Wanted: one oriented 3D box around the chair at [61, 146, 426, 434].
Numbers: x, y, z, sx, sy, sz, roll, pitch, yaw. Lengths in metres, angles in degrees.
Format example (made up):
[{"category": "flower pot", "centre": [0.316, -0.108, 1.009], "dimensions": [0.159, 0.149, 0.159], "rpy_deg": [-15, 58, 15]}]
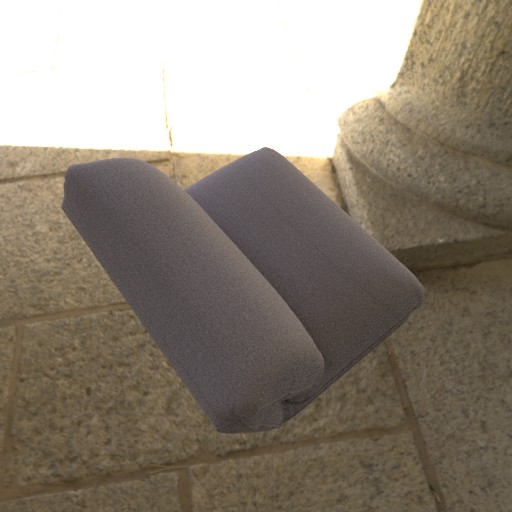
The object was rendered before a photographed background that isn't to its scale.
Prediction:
[{"category": "chair", "centre": [0.000, 0.000, 1.341], "dimensions": [0.780, 0.580, 0.820], "rpy_deg": [-34, 65, -18]}]
